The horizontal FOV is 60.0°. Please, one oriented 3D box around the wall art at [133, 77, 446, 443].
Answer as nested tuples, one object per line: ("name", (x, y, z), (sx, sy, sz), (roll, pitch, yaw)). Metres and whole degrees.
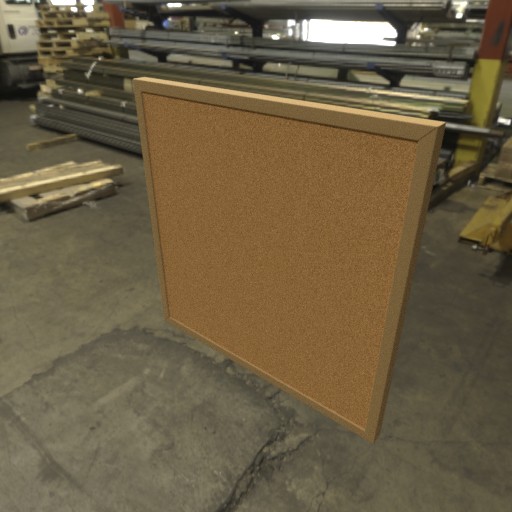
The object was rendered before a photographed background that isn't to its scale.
("wall art", (0.000, 0.000, 1.102), (0.761, 0.761, 0.037), (22, 37, 33))
